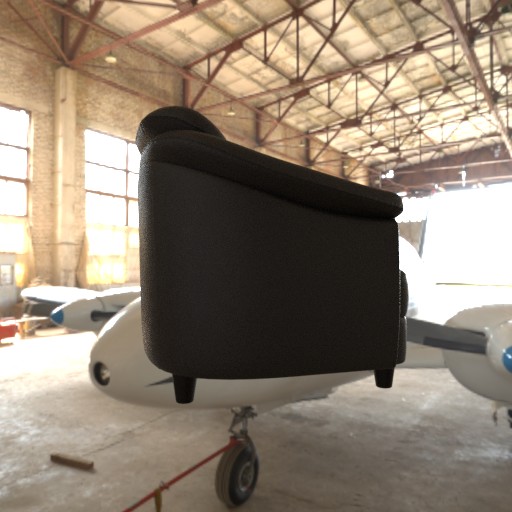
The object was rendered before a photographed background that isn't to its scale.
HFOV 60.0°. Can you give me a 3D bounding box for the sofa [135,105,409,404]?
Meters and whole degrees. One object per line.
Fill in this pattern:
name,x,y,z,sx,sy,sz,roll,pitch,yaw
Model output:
sofa,0.000,0.000,1.512,0.794,0.811,0.870,1,-2,-19
